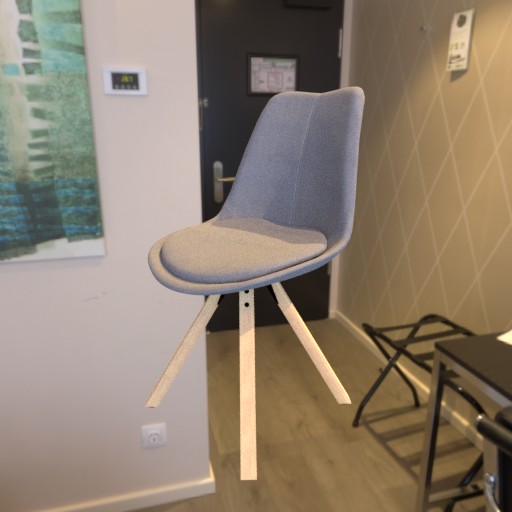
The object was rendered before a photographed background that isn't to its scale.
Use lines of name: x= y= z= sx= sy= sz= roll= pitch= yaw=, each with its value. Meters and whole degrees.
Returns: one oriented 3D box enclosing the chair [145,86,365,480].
chair: x=0.000 y=0.000 z=1.180 sx=0.474 sy=0.863 sz=0.549 roll=15 pitch=22 yaw=42
